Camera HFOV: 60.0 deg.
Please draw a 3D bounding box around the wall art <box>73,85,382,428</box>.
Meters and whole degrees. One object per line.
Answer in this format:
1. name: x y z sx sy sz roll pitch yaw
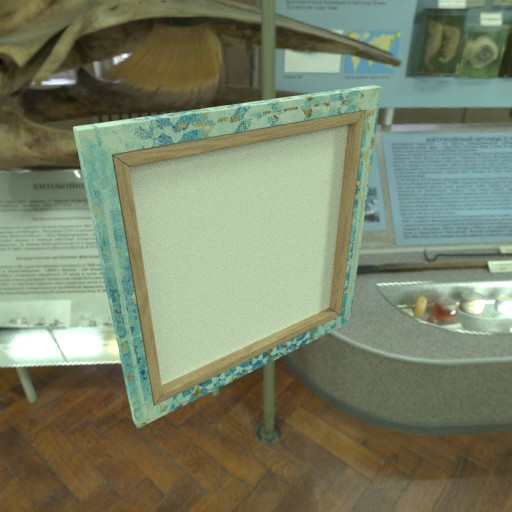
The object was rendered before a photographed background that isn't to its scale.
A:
1. wall art: 0.000 0.000 1.378 0.916 0.916 0.040 -19 35 -29
